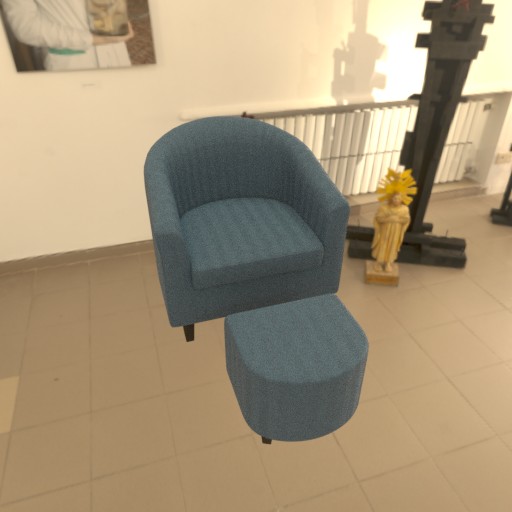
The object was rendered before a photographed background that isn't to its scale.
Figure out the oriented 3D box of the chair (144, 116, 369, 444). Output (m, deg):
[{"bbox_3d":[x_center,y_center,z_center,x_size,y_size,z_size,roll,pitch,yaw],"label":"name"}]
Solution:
[{"bbox_3d":[0.000,0.000,1.750,0.756,0.757,1.288,-10,35,-15],"label":"chair"}]
